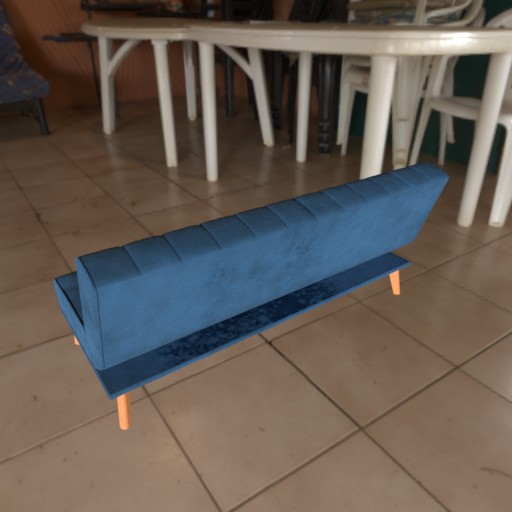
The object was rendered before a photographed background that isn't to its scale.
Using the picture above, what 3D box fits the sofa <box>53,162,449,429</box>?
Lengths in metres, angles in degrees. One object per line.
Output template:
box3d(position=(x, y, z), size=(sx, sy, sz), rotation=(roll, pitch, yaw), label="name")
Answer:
box3d(position=(0.000, 0.000, 2.271), size=(1.804, 0.813, 0.855), rotation=(-19, 34, -30), label="sofa")
